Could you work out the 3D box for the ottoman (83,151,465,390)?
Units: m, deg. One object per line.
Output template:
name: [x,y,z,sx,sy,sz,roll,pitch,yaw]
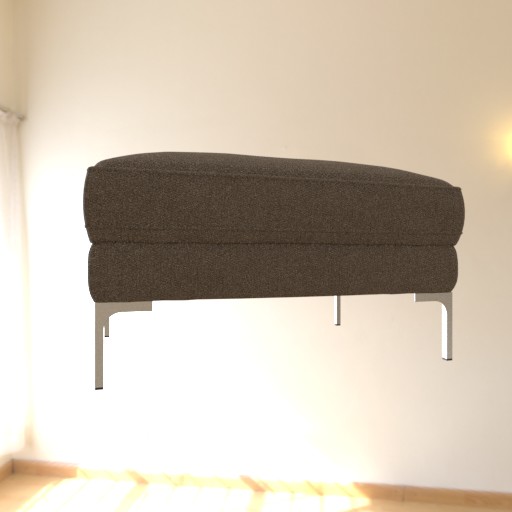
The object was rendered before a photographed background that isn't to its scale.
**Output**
ottoman: [0.000,0.000,1.131,0.785,0.464,0.583,0,0,-17]
